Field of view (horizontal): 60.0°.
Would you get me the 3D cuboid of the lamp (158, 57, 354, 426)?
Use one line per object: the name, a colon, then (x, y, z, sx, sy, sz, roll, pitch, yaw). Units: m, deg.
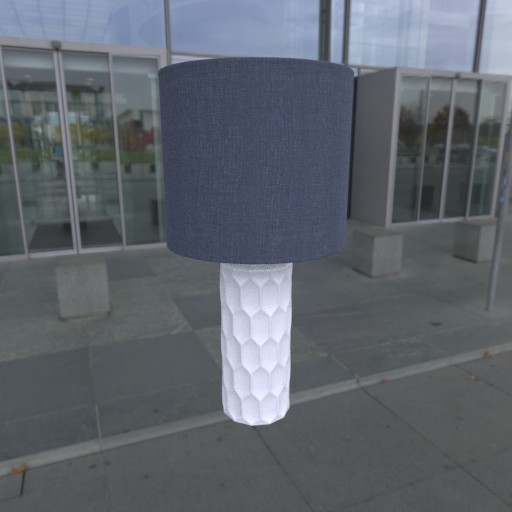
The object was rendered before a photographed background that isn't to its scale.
lamp: (0.000, 0.000, 0.703, 0.277, 0.537, 0.277, -2, 14, -7)
